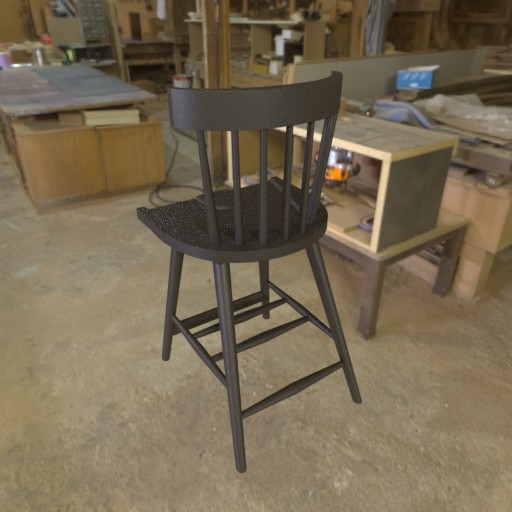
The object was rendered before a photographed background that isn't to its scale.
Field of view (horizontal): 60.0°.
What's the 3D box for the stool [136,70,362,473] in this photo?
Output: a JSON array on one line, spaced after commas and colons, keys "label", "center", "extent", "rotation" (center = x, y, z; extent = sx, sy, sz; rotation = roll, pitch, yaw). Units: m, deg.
[{"label": "stool", "center": [0.000, 0.000, 1.264], "extent": [0.494, 0.953, 0.549], "rotation": [-18, 34, -28]}]
